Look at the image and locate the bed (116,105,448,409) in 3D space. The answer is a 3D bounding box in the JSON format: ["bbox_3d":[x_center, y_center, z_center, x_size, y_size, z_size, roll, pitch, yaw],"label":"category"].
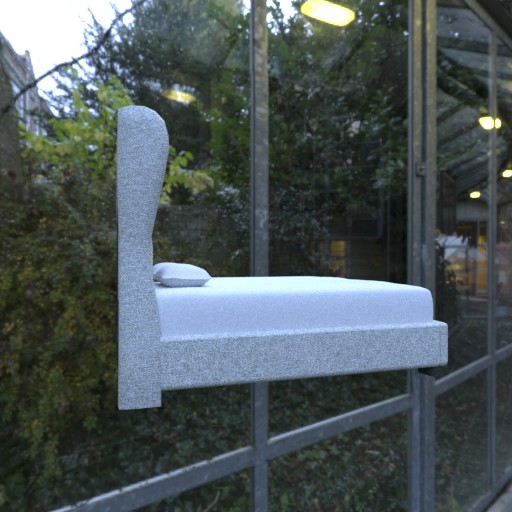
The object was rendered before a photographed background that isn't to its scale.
[{"bbox_3d":[0.000,0.000,3.907,2.347,1.771,2.219,0,0,-18],"label":"bed"}]
